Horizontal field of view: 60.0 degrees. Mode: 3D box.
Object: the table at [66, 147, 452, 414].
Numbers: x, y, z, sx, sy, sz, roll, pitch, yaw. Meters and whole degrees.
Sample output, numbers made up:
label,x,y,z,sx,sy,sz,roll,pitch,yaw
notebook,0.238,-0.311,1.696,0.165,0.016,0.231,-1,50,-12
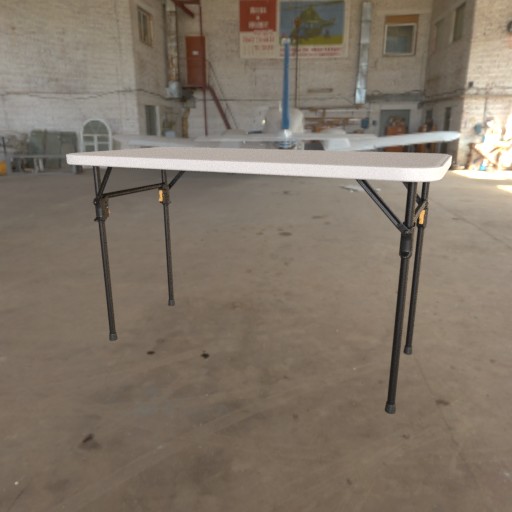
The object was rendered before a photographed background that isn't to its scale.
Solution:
label,x,y,z,sx,sy,sz,roll,pitch,yaw
table,0.000,0.000,1.620,1.219,0.729,0.610,8,18,24
